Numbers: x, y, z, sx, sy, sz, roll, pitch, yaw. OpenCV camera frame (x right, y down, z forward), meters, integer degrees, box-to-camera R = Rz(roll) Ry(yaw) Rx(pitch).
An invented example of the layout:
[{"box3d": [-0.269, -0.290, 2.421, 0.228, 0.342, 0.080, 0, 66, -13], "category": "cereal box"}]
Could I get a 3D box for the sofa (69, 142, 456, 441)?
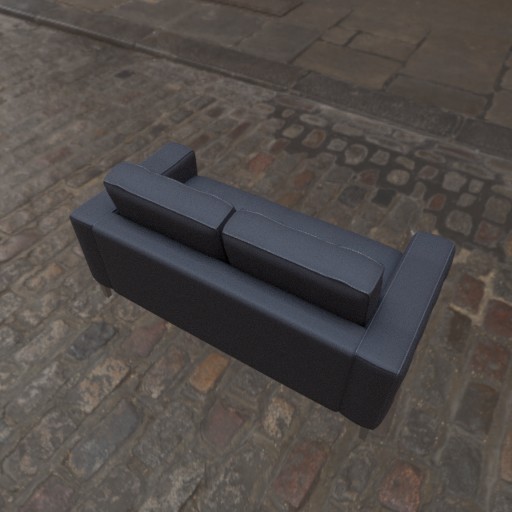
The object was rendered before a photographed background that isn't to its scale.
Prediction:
[{"box3d": [0.000, 0.000, 2.251, 1.726, 0.893, 0.833, 24, 50, 21], "category": "sofa"}]
